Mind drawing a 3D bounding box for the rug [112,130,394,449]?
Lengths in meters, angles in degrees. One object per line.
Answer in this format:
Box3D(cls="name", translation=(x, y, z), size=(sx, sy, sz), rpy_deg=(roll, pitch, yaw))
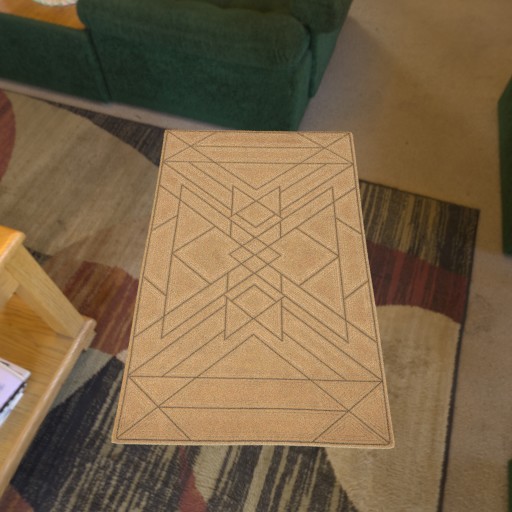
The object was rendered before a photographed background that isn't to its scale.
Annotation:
Box3D(cls="rug", translation=(0.000, 0.000, 3.085), size=(1.575, 0.023, 2.459), rpy_deg=(1, 59, 1))
